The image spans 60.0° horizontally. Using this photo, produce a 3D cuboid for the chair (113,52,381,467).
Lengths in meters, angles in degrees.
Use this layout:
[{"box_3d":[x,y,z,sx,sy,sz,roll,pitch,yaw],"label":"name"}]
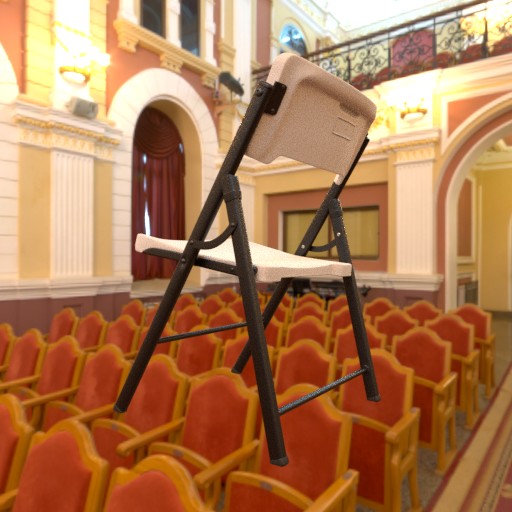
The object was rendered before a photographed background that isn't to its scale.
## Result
[{"box_3d":[0.000,0.000,1.127,0.577,0.765,0.482,0,0,37],"label":"chair"}]
